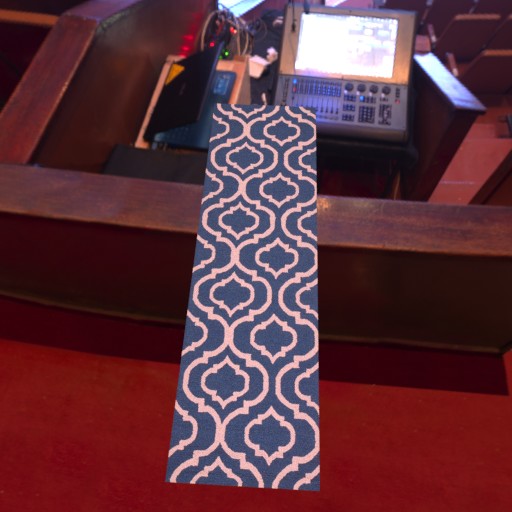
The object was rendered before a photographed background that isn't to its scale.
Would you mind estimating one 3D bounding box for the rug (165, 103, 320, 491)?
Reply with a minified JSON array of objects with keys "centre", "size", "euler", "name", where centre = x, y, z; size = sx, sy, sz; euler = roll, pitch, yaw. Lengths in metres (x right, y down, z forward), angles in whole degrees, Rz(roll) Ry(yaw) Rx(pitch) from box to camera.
[{"centre":[0.000,0.000,2.485],"size":[0.685,0.006,2.296],"euler":[3,63,1],"name":"rug"}]
